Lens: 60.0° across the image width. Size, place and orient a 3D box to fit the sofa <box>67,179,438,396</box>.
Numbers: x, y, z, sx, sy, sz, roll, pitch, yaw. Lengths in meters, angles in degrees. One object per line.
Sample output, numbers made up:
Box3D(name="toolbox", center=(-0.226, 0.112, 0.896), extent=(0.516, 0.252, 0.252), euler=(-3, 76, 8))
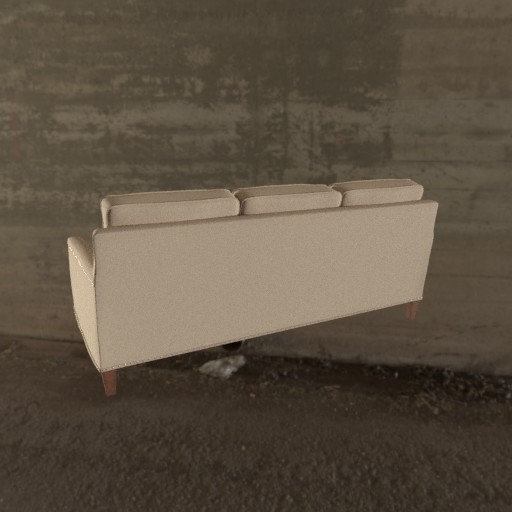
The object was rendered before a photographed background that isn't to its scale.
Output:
Box3D(name="sofa", center=(0.000, 0.000, 2.957), extent=(2.246, 1.003, 1.084), euler=(-8, 17, -27))
